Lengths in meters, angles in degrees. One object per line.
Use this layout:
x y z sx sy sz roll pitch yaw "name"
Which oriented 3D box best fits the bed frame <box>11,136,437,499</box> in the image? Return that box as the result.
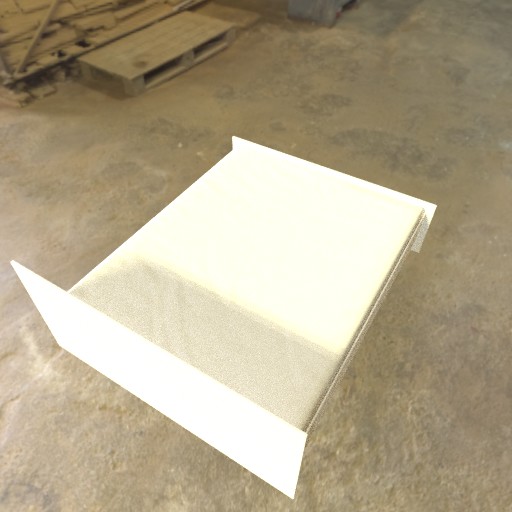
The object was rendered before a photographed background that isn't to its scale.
0.000 0.000 2.877 1.720 0.800 2.060 24 51 21 "bed frame"
